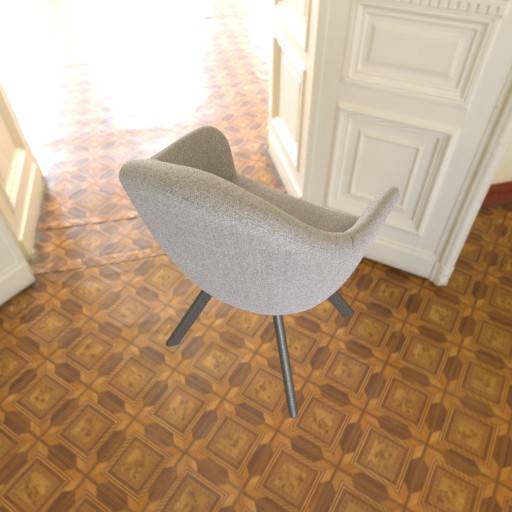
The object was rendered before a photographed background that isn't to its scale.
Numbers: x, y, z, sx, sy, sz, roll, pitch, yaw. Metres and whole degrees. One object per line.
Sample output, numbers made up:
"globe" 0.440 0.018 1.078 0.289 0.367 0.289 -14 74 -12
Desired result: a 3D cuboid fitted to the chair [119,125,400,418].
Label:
"chair" 0.000 0.000 1.209 0.590 0.795 0.550 24 51 21
